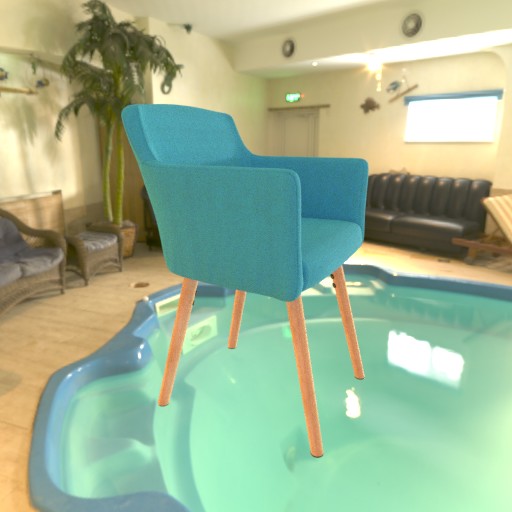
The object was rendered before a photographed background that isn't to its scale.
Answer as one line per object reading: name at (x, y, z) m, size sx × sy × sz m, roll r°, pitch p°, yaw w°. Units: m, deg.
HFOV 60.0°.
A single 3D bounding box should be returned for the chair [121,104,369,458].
chair at (0.000, 0.000, 1.184) m, size 0.540 × 0.780 × 0.570 m, roll 7°, pitch 17°, yaw 26°
